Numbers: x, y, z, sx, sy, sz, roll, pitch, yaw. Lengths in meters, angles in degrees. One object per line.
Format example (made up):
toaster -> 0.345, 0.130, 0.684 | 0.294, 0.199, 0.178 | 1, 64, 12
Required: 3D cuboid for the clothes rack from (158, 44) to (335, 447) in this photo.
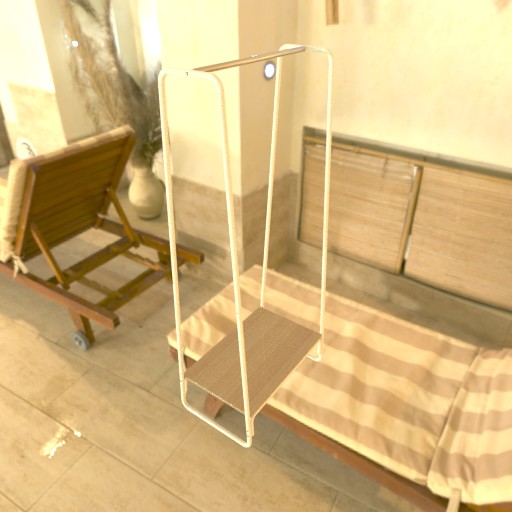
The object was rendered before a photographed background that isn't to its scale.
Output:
clothes rack -> 0.000, 0.000, 1.804 | 0.400, 1.500, 0.640 | 21, 38, 30
